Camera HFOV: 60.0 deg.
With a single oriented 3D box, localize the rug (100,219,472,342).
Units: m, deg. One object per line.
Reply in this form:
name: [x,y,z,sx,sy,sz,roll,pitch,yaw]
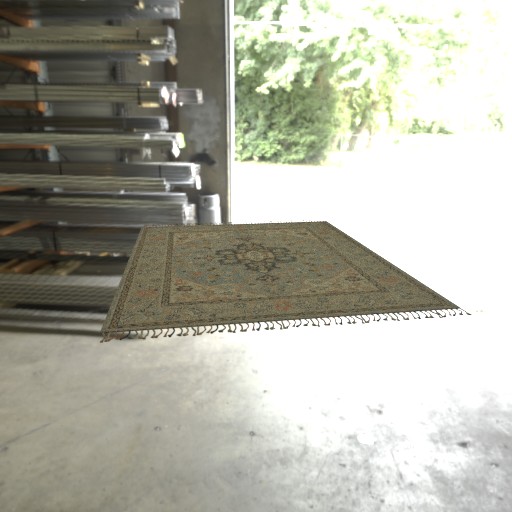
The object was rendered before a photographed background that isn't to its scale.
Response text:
rug: [0.000,0.000,4.250,2.379,0.011,3.221,-3,16,-9]
